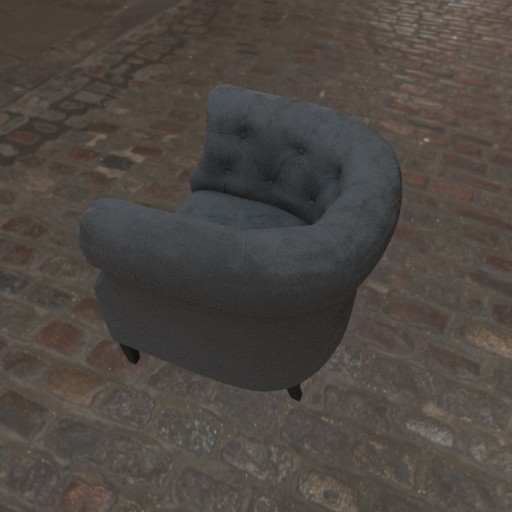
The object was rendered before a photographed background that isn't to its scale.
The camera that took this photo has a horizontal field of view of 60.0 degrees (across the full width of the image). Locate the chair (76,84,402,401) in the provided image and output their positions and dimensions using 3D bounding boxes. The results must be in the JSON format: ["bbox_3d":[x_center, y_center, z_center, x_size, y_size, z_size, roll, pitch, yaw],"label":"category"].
[{"bbox_3d":[0.000,0.000,1.565,0.851,0.826,0.904,17,49,15],"label":"chair"}]
